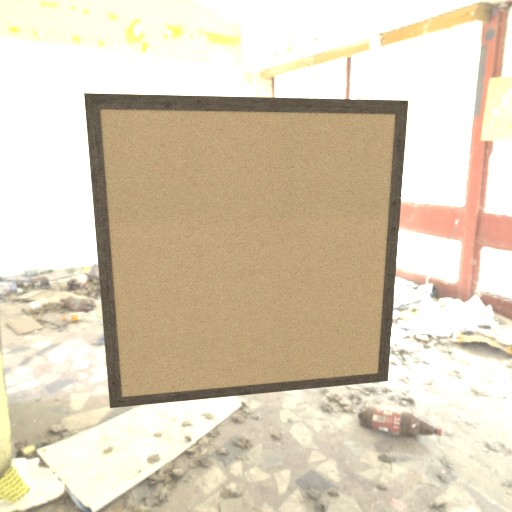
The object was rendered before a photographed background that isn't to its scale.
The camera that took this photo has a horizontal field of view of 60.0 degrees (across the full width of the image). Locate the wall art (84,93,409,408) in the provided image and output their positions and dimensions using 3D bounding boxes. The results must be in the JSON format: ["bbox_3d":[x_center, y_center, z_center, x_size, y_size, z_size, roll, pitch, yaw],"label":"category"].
[{"bbox_3d":[0.000,0.000,0.674,0.457,0.457,0.013,-2,13,-10],"label":"wall art"}]
